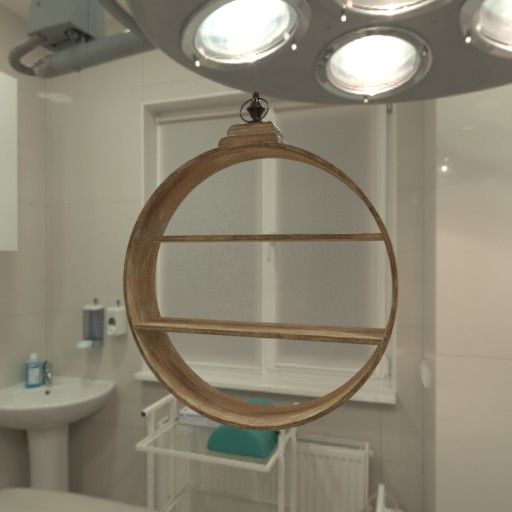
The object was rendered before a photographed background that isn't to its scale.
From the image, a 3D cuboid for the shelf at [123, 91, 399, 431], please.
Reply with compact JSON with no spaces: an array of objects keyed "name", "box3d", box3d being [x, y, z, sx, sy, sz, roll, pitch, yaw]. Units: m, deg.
[{"name":"shelf","box3d":[0.000,0.000,0.981,0.601,0.725,0.125,0,0,18]}]
